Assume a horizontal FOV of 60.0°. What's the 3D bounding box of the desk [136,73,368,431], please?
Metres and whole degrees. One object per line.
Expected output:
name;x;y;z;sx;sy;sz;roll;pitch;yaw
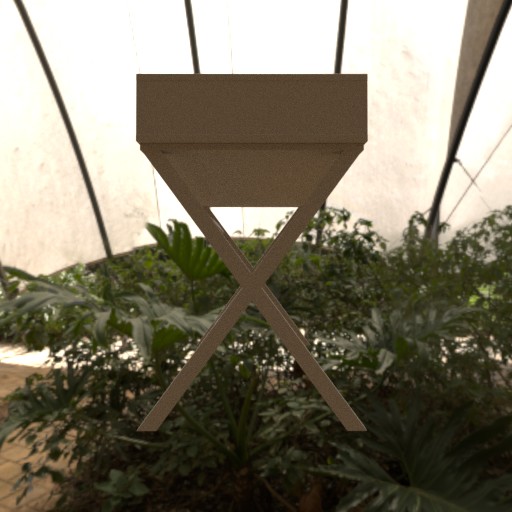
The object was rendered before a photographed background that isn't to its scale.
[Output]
desk;0.000;0.000;1.488;0.525;0.780;1.057;0;-1;0
